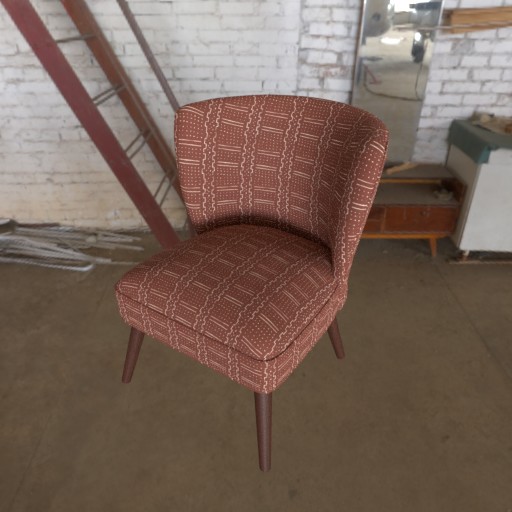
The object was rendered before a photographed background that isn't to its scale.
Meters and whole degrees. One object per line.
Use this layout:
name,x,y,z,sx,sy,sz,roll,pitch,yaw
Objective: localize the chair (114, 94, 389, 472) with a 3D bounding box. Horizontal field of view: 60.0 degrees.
chair,0.000,0.000,1.432,0.706,0.866,0.758,20,36,29
